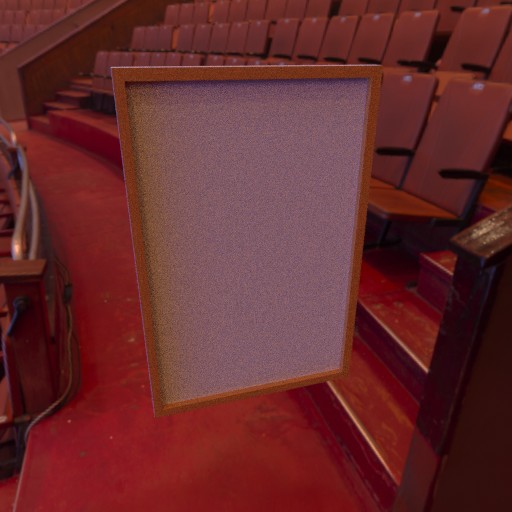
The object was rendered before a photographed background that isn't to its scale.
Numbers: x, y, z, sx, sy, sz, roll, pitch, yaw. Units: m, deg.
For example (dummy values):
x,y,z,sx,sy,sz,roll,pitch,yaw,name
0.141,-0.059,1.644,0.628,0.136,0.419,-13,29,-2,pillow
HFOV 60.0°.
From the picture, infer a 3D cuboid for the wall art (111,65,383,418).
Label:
x,y,z,sx,sy,sz,roll,pitch,yaw,name
0.000,0.000,1.162,0.610,0.916,0.037,-7,26,-15,wall art
